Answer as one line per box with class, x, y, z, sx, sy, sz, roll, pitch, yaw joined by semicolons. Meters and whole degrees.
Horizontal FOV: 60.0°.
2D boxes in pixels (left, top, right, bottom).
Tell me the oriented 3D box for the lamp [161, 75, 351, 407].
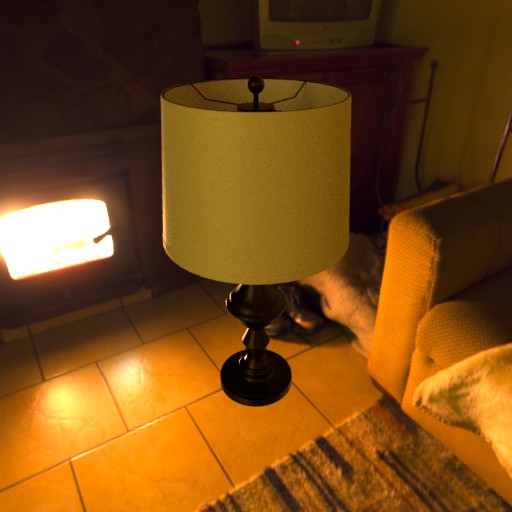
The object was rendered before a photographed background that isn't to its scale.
lamp;0.000;0.000;0.955;0.383;0.726;0.383;0;30;0
